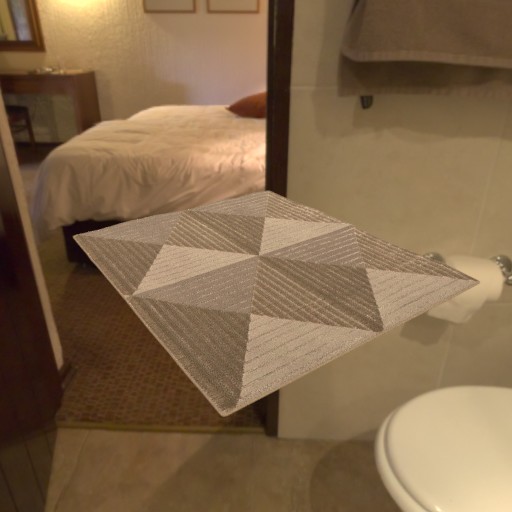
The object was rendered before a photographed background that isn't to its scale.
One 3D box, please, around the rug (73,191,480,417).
[{"bbox_3d":[0.000,0.000,0.888,0.551,0.008,0.642,-18,31,-31],"label":"rug"}]
